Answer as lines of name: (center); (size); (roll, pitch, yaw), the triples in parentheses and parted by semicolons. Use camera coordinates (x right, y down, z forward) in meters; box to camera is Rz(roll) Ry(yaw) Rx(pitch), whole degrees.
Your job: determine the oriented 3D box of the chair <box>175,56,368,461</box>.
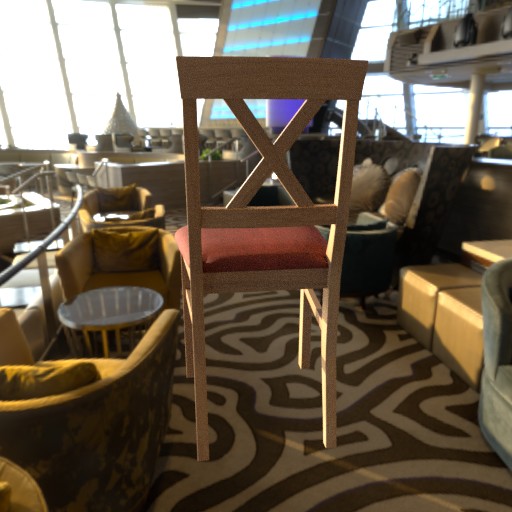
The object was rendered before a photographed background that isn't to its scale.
chair: (0.000, 0.000, 1.180); (0.439, 0.912, 0.492); (-2, 16, -8)
